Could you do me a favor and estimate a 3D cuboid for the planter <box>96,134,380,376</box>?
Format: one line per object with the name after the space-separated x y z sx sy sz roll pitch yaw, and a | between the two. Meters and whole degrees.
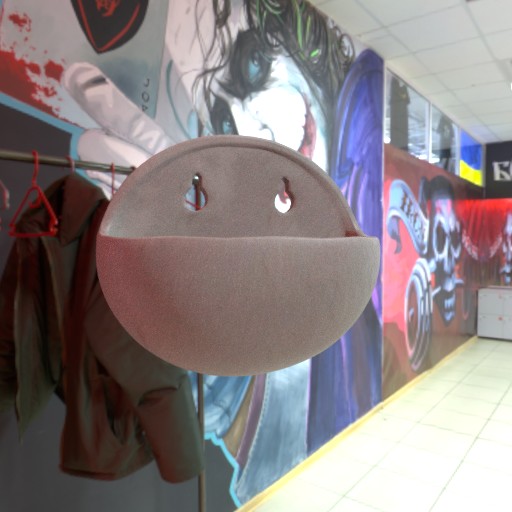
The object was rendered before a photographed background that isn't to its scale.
0.000 0.000 0.278 0.190 0.164 0.073 -1 2 -19 | planter
